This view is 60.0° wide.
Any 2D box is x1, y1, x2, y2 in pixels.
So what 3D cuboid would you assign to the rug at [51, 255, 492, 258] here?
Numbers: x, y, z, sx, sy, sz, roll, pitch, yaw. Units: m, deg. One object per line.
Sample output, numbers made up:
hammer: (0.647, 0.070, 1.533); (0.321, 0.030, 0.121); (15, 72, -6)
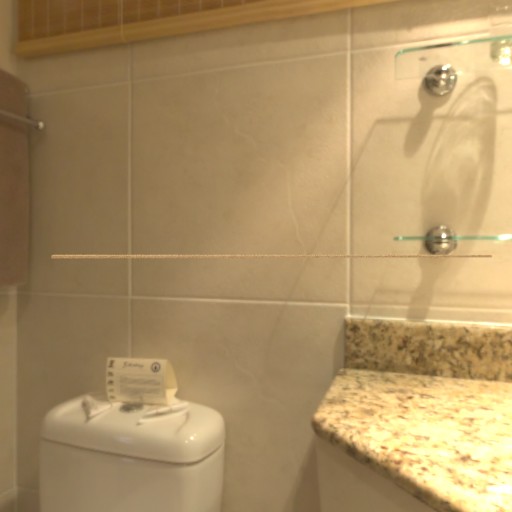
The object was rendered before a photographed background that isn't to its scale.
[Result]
rug: (0.000, 0.000, 2.731); (2.144, 0.013, 1.509); (0, 0, -19)
